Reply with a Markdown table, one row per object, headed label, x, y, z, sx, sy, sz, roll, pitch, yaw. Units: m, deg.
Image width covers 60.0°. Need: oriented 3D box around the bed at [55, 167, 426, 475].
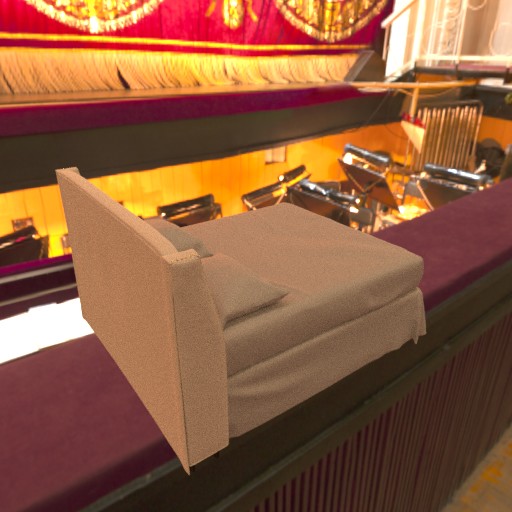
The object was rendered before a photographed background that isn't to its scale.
| label | x | y | z | sx | sy | sz | roll | pitch | yaw |
| --- | --- | --- | --- | --- | --- | --- | --- | --- | --- |
| bed | 0.000 | 0.000 | 3.400 | 2.276 | 1.332 | 1.925 | -17 | 30 | -32 |
